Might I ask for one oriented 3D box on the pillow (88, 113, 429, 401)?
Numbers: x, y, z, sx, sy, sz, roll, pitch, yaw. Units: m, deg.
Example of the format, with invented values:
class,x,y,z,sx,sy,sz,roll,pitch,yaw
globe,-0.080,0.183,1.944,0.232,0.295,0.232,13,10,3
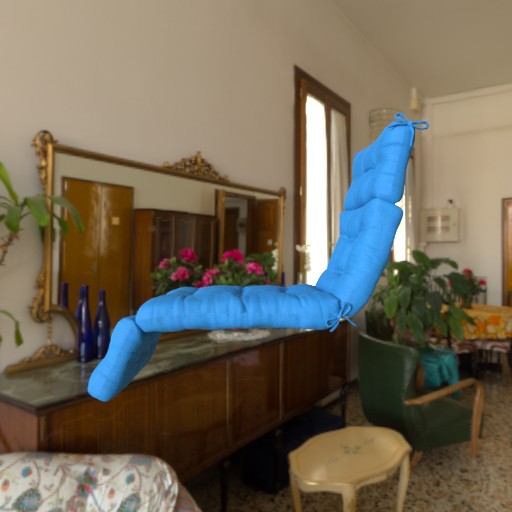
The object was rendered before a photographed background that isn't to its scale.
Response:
class,x,y,z,sx,sy,sz,roll,pitch,yaw
pillow,0.000,0.000,1.545,1.016,0.863,0.526,0,0,-1
